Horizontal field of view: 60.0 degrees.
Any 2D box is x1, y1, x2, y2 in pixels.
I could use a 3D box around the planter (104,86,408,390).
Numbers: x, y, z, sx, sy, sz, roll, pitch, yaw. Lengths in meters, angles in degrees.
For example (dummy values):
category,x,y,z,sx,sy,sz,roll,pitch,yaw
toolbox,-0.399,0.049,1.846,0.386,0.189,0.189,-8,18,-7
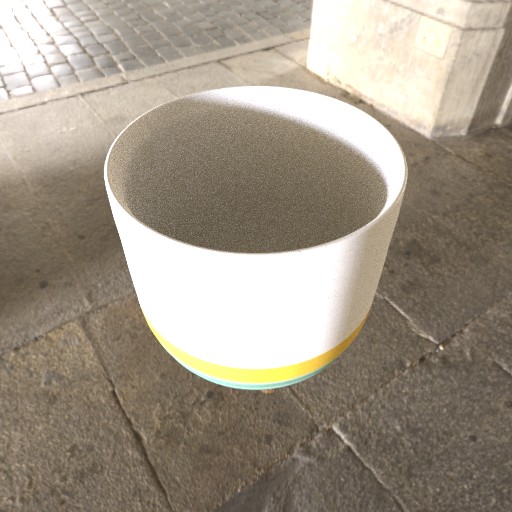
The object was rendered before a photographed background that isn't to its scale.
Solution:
category,x,y,z,sx,sy,sz,roll,pitch,yaw
planter,0.000,0.000,0.494,0.268,0.270,0.268,0,46,0
